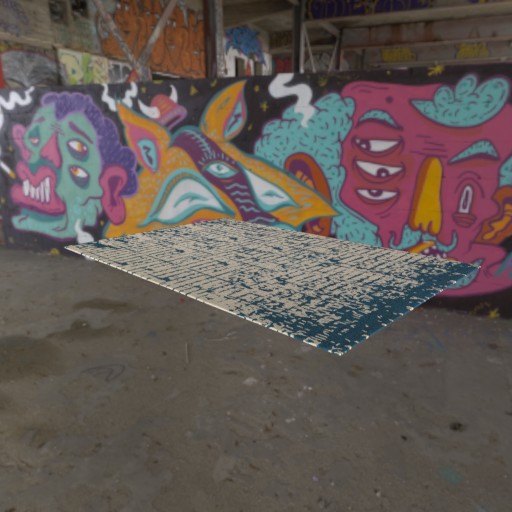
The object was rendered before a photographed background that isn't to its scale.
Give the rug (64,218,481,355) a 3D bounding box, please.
[{"bbox_3d":[0.000,0.000,2.312,1.828,0.007,1.220,14,21,42],"label":"rug"}]
